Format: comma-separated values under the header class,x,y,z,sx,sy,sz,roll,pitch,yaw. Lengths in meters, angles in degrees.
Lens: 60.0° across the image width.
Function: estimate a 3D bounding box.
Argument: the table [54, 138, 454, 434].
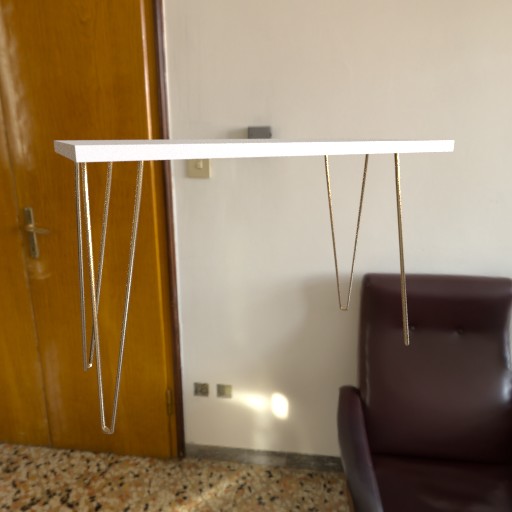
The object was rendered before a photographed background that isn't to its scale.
class,x,y,z,sx,sy,sz,roll,pitch,yaw
table,0.000,0.000,1.310,0.991,0.660,0.498,-8,18,-27
